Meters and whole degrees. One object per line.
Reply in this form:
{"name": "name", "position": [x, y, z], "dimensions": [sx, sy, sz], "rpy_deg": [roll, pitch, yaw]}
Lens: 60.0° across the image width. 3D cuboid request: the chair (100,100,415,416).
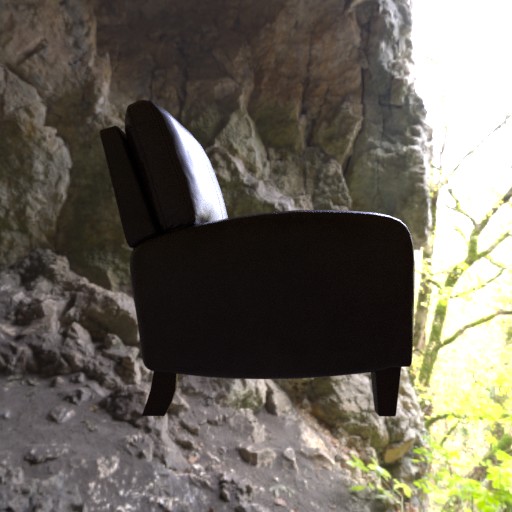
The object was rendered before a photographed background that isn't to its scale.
{"name": "chair", "position": [0.000, 0.000, 1.688], "dimensions": [0.990, 0.990, 0.762], "rpy_deg": [0, 0, 1]}
